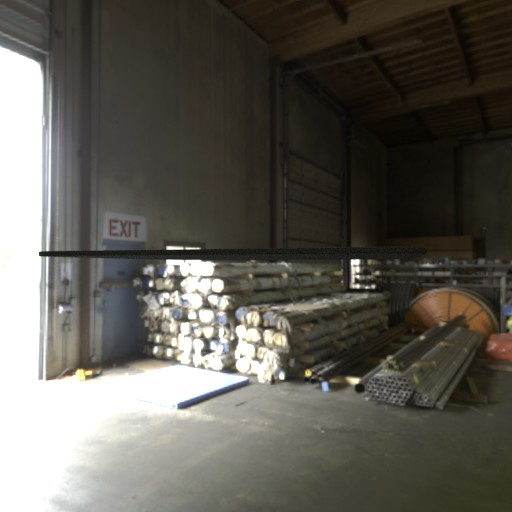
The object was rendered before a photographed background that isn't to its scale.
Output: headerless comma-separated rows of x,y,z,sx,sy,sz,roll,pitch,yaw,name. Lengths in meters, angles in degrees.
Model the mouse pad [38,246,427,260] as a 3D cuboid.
0.000,0.000,0.330,0.229,0.003,0.203,0,-1,18,mouse pad
